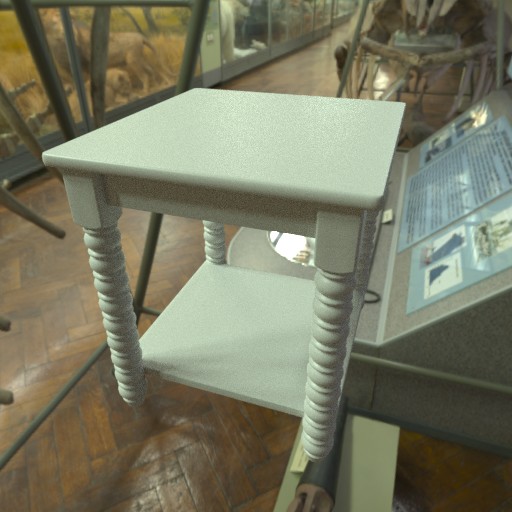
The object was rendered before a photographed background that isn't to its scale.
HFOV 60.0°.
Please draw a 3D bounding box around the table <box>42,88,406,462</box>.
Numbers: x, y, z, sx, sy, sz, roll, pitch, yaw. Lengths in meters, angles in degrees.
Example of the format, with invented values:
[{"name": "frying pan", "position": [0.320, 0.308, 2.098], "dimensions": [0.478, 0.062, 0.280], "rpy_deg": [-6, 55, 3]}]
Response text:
[{"name": "table", "position": [0.000, 0.000, 0.948], "dimensions": [0.500, 0.563, 0.533], "rpy_deg": [10, 33, 16]}]
